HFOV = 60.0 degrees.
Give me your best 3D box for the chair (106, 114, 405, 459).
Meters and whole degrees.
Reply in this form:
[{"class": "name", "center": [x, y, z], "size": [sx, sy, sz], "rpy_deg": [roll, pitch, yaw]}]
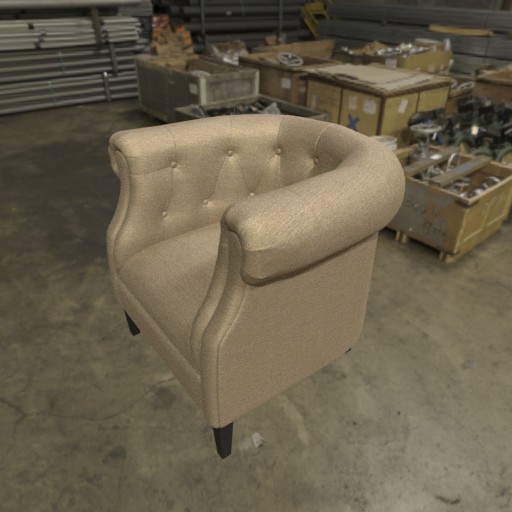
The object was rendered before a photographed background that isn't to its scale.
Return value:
[{"class": "chair", "center": [0.000, 0.000, 1.583], "size": [0.852, 0.827, 0.905], "rpy_deg": [-21, 37, -30]}]
